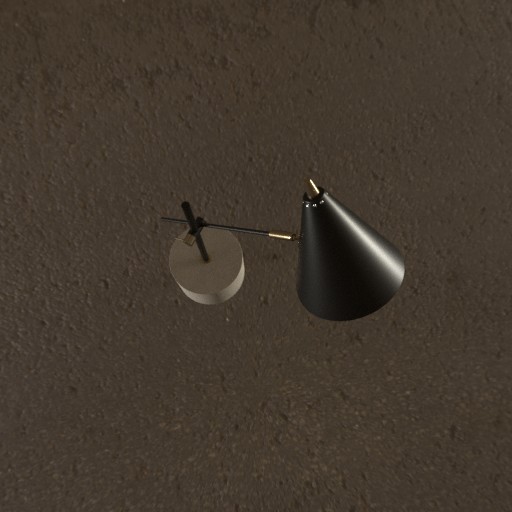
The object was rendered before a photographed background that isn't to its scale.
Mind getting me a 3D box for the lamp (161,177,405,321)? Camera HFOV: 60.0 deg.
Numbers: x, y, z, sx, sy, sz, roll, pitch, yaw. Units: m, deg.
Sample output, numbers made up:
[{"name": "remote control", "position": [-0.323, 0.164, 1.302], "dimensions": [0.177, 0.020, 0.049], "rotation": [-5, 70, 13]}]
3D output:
[{"name": "lamp", "position": [0.000, 0.000, 0.749], "dimensions": [0.403, 0.518, 0.214], "rotation": [37, 77, 10]}]
